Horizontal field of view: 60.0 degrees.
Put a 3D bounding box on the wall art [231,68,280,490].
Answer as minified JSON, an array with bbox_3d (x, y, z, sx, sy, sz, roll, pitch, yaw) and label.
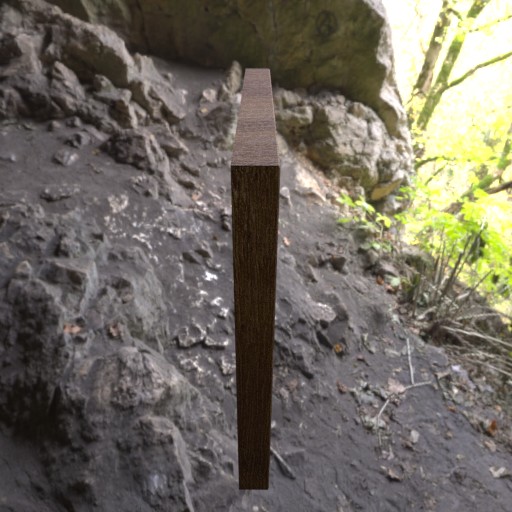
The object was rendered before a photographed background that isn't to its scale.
[{"bbox_3d":[0.000,0.000,0.592,0.039,0.403,0.406,0,32,0],"label":"wall art"}]
